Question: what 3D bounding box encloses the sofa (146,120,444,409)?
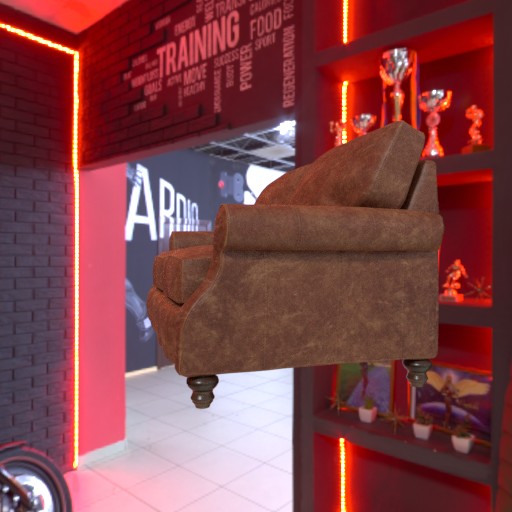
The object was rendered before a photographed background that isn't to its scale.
[{"bbox_3d":[0.000,0.000,2.164,0.990,0.967,1.616,0,0,-17],"label":"sofa"}]
